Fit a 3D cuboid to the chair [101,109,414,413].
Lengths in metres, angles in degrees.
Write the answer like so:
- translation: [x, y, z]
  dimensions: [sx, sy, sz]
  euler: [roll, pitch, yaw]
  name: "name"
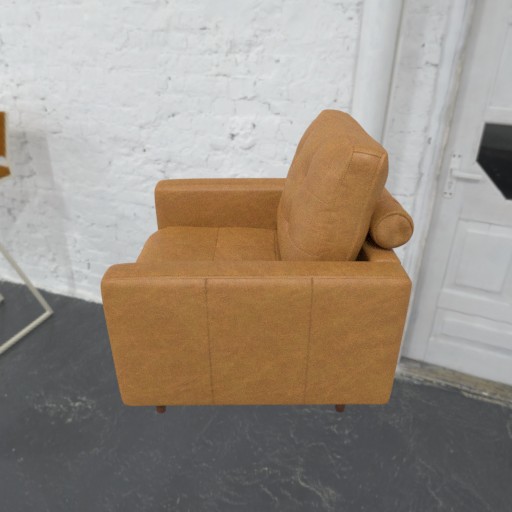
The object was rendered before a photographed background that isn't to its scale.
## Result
- translation: [0.000, 0.000, 1.531]
  dimensions: [0.868, 0.896, 0.831]
  euler: [0, 28, 0]
  name: "chair"
